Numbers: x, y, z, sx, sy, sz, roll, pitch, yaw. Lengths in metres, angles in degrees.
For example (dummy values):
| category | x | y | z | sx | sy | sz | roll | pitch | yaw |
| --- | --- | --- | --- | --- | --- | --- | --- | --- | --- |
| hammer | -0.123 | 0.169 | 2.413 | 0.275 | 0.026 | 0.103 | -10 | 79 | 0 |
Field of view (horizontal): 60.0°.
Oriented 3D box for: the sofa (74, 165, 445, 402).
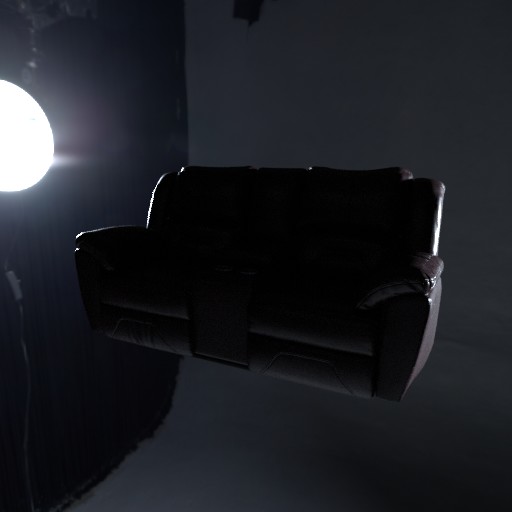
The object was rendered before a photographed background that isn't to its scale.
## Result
| category | x | y | z | sx | sy | sz | roll | pitch | yaw |
| --- | --- | --- | --- | --- | --- | --- | --- | --- | --- |
| sofa | 0.000 | 0.000 | 2.643 | 2.058 | 1.043 | 0.991 | 6 | 15 | 26 |
